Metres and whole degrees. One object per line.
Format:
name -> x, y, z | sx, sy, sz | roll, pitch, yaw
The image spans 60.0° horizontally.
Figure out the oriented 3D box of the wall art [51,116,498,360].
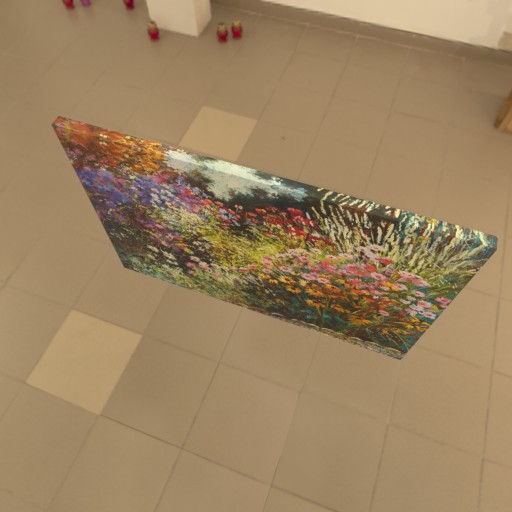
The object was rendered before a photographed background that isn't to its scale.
wall art -> 0.000, 0.000, 1.403 | 1.136, 0.760, 0.042 | 17, 60, 10
